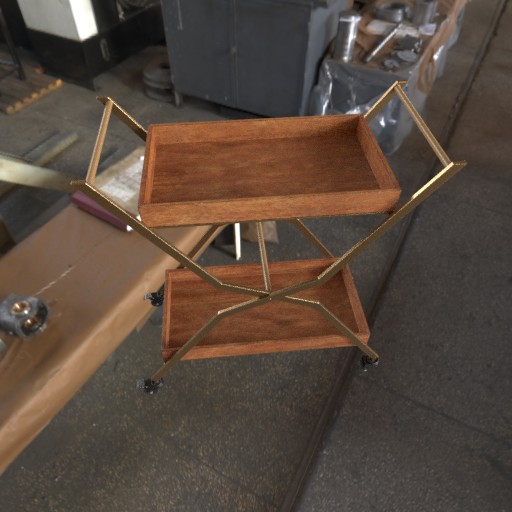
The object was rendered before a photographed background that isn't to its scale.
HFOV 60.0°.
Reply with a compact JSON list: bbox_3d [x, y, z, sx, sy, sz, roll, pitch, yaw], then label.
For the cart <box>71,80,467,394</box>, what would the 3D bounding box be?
[{"bbox_3d":[0.000,0.000,1.327,0.836,0.869,0.405,-4,47,-4],"label":"cart"}]
